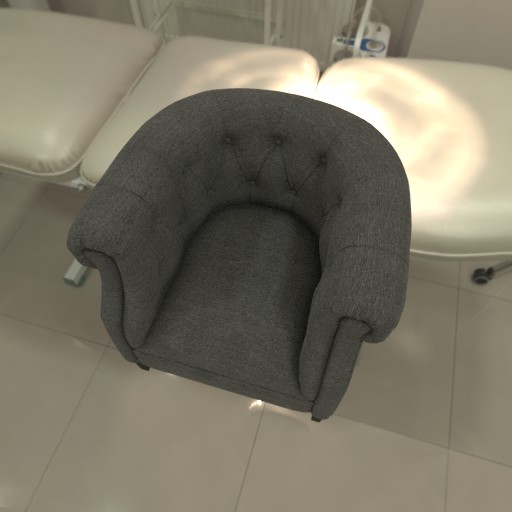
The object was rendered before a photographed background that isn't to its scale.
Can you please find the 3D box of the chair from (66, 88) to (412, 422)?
[{"bbox_3d":[0.000,0.000,1.557,0.905,0.827,0.852,14,59,9],"label":"chair"}]
